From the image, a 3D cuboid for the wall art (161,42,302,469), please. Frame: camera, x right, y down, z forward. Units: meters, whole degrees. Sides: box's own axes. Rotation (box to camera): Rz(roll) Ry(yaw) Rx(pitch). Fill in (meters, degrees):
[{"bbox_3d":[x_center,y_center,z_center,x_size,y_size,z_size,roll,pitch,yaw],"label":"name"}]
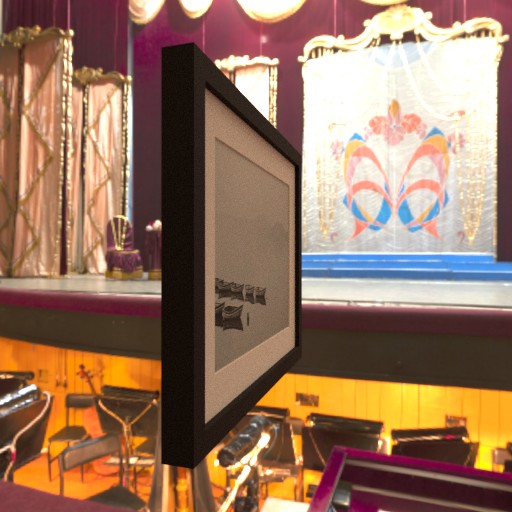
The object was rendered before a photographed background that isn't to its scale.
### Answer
[{"bbox_3d":[0.000,0.000,0.530,0.028,0.325,0.397,0,0,18],"label":"wall art"}]
